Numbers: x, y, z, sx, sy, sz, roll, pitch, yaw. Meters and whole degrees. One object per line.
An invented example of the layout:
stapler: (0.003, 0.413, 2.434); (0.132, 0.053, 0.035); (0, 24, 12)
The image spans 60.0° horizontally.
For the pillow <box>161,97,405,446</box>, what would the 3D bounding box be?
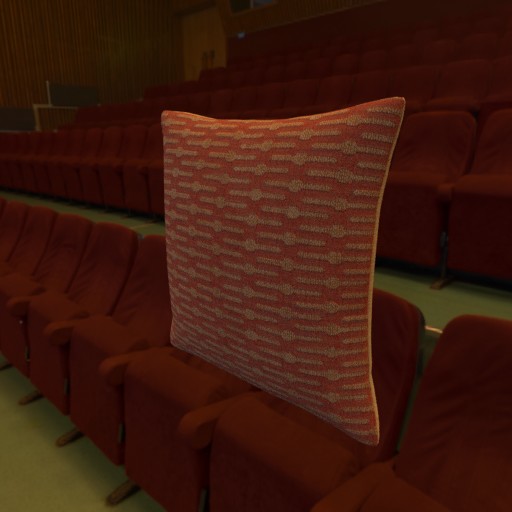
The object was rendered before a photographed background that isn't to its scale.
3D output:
pillow: (0.000, 0.000, 0.776); (0.511, 0.503, 0.182); (14, 20, 41)
